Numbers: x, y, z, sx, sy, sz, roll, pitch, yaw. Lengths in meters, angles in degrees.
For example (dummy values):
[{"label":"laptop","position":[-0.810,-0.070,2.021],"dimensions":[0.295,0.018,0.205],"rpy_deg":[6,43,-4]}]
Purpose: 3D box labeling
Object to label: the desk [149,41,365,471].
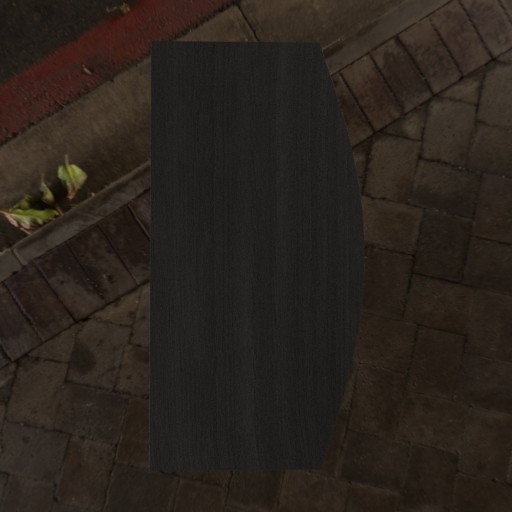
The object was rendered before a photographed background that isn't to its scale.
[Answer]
[{"label":"desk","position":[0.000,0.000,2.030],"dimensions":[0.802,0.750,1.600],"rpy_deg":[0,89,-1]}]
